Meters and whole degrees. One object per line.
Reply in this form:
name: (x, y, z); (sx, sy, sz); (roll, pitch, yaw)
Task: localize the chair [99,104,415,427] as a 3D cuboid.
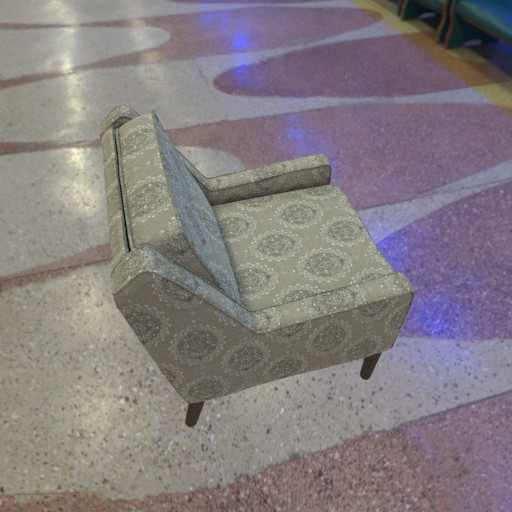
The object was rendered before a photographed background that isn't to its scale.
chair: (0.000, 0.000, 1.364); (0.750, 0.797, 0.665); (-12, 49, -11)
